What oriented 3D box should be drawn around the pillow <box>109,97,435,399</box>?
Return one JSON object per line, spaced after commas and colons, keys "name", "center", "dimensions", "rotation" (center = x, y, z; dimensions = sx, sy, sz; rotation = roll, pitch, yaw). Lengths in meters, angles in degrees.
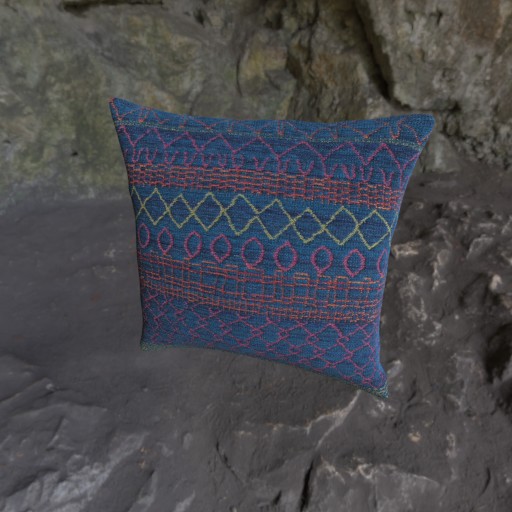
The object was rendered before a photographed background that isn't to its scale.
{"name": "pillow", "center": [0.000, 0.000, 0.654], "dimensions": [0.431, 0.431, 0.141], "rotation": [8, 26, 16]}
